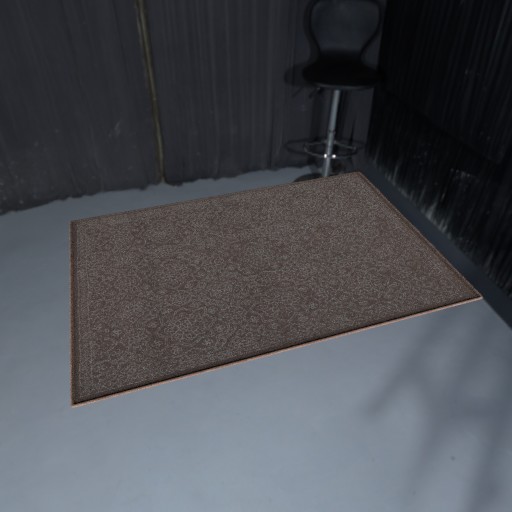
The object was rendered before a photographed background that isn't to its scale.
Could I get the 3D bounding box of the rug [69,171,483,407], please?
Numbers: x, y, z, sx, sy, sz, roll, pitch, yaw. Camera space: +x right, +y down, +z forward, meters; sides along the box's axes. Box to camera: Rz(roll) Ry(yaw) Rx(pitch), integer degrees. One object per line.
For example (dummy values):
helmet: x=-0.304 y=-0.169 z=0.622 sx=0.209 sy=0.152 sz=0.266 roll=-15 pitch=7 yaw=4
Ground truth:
rug: x=0.000 y=0.000 z=2.857 sx=2.286 sy=0.011 sz=1.524 roll=-12 pitch=42 yaw=-13
